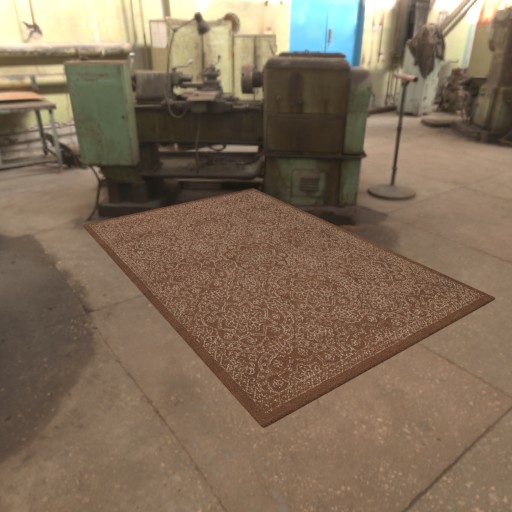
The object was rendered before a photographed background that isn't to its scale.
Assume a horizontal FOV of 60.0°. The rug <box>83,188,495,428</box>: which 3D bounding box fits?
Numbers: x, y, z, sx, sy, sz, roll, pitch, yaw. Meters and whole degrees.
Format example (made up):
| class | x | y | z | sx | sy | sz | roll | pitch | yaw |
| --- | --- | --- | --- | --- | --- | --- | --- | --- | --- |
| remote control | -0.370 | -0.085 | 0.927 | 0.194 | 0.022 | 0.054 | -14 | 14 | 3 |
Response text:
| class | x | y | z | sx | sy | sz | roll | pitch | yaw |
| --- | --- | --- | --- | --- | --- | --- | --- | --- | --- |
| rug | 0.000 | 0.000 | 2.245 | 1.219 | 0.010 | 1.829 | -17 | 31 | -31 |
